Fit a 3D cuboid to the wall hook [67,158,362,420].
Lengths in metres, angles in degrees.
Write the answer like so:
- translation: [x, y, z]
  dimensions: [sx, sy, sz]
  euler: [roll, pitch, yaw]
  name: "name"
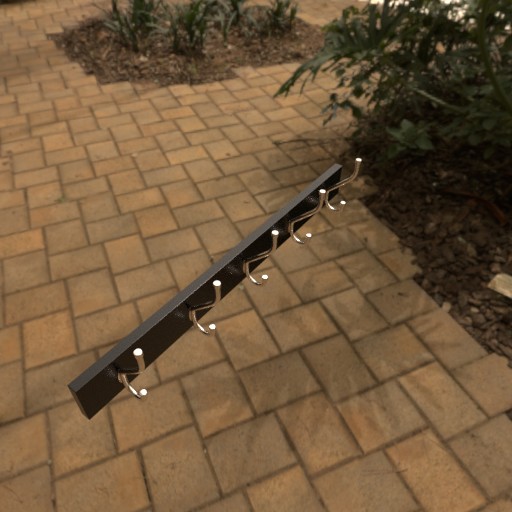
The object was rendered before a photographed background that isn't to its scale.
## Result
- translation: [0.000, 0.000, 0.625]
  dimensions: [0.071, 0.117, 0.571]
  euler: [27, 49, 27]
  name: "wall hook"
